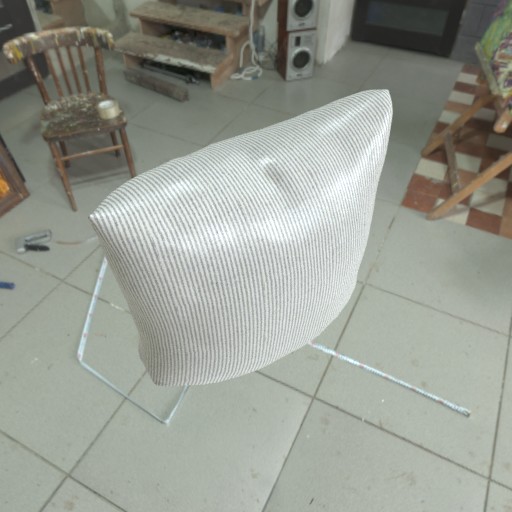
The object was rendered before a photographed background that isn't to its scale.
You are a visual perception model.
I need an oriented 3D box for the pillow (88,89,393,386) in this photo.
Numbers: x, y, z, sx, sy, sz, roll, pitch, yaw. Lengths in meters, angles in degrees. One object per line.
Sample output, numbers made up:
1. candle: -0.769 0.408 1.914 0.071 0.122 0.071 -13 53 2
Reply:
1. pillow: 0.000 0.000 0.693 0.387 0.432 0.310 -2 47 -2
